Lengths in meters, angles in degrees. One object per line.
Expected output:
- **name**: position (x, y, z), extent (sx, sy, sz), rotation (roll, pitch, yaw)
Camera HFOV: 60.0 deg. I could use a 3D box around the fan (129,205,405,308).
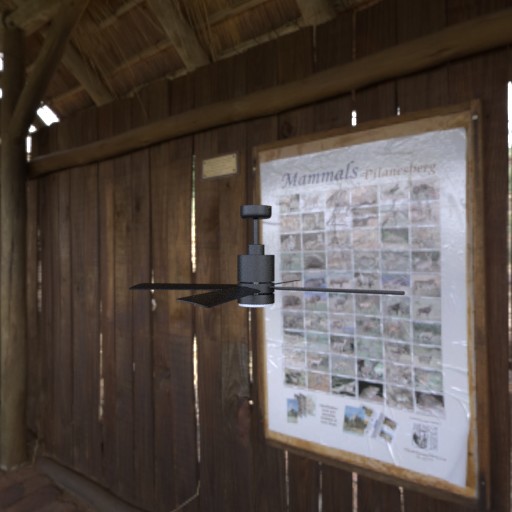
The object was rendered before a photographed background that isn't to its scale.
- **fan**: position (0.000, 0.000, 2.397), extent (1.525, 0.534, 1.525), rotation (0, 0, 20)
